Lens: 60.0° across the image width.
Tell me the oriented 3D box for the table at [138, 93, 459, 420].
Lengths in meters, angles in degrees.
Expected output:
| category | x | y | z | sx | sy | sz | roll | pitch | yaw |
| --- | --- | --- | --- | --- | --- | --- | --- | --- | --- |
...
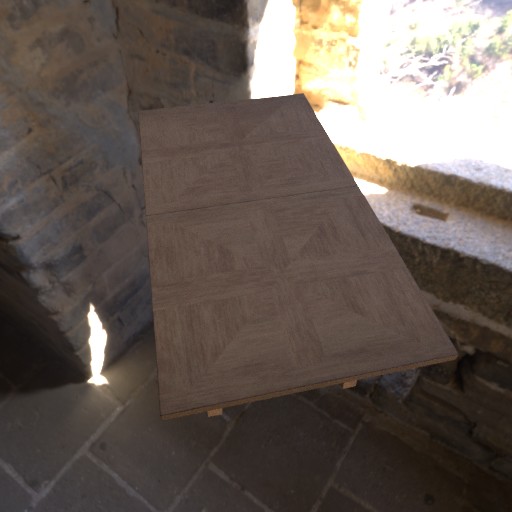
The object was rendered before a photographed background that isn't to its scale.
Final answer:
| category | x | y | z | sx | sy | sz | roll | pitch | yaw |
| --- | --- | --- | --- | --- | --- | --- | --- | --- | --- |
| table | 0.000 | 0.000 | 2.352 | 1.016 | 0.768 | 1.881 | -9 | 48 | -8 |
